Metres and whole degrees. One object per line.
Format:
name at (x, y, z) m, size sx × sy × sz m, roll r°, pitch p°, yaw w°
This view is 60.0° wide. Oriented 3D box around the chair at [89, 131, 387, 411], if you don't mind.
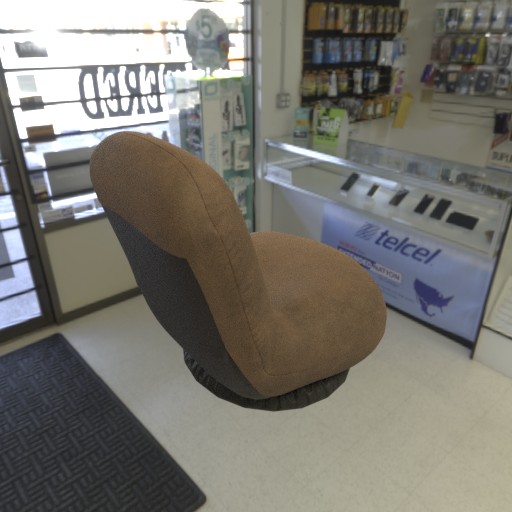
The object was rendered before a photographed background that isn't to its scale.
chair at (0.000, 0.000, 1.011) m, size 0.597 × 0.594 × 0.521 m, roll -19°, pitch 32°, yaw -33°
